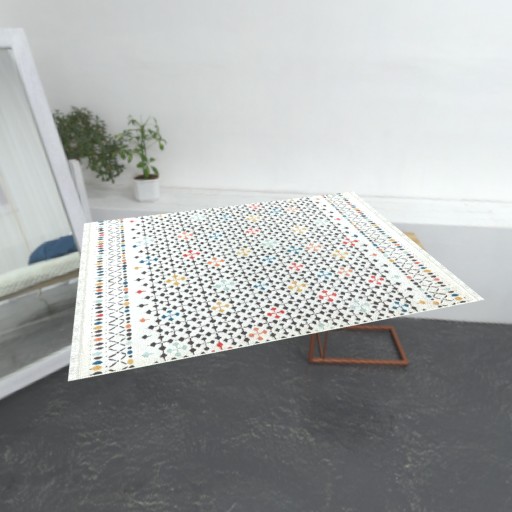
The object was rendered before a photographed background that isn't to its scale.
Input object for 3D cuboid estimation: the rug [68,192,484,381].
[{"bbox_3d":[0.000,0.000,4.208,3.196,0.007,2.354,-8,32,-14],"label":"rug"}]
